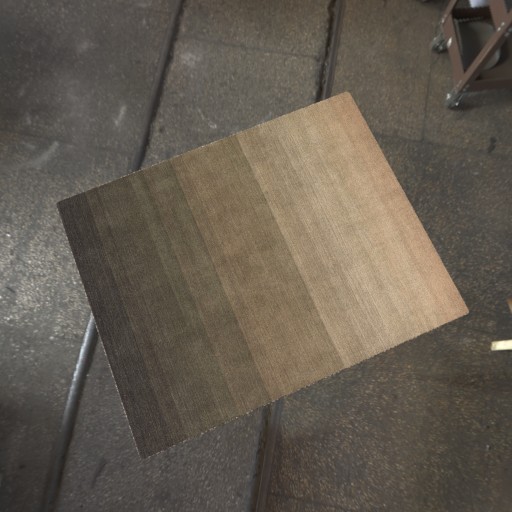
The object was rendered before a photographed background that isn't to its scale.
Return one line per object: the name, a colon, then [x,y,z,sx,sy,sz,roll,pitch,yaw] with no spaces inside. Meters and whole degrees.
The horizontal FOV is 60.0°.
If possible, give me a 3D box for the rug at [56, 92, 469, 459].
rug: [0.000,0.000,3.816,2.902,0.017,2.306,-22,76,-6]
